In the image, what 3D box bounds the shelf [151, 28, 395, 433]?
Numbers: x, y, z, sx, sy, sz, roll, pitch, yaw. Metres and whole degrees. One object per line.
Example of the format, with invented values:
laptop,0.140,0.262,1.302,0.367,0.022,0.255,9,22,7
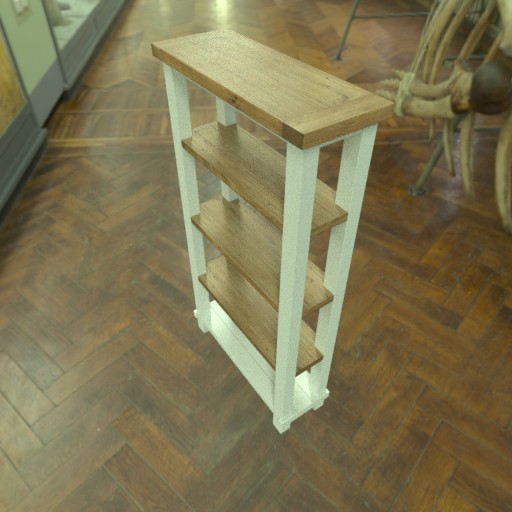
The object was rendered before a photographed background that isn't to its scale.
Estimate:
shelf,0.000,0.000,2.280,0.381,1.878,1.022,-25,48,-25
